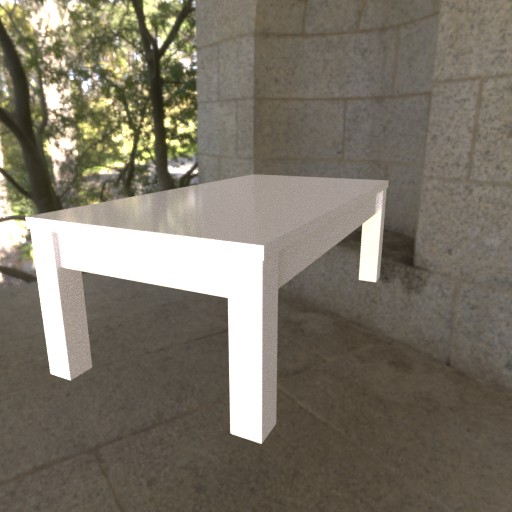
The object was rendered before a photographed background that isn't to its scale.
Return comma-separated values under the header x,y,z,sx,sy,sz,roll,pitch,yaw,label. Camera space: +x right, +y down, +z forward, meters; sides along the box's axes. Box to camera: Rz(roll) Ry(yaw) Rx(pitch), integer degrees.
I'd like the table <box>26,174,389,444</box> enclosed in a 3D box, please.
x,y,z,sx,sy,sz,roll,pitch,yaw,label
0.000,0.000,1.673,0.700,0.470,1.350,8,17,25,table
